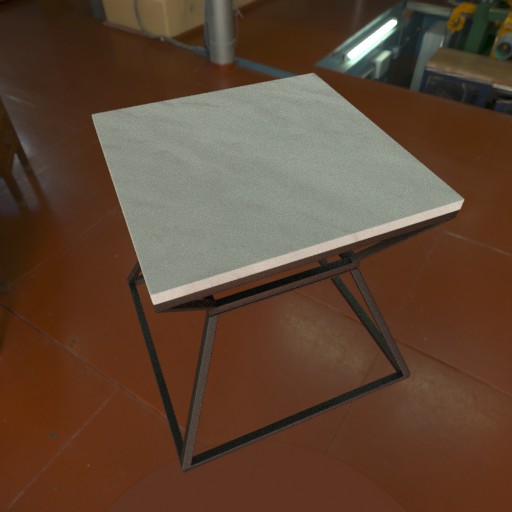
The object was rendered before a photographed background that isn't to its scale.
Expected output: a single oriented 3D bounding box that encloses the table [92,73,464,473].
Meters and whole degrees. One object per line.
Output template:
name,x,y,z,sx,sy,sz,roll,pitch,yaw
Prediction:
table,0.000,0.000,0.792,0.455,0.431,0.455,-17,48,-16
